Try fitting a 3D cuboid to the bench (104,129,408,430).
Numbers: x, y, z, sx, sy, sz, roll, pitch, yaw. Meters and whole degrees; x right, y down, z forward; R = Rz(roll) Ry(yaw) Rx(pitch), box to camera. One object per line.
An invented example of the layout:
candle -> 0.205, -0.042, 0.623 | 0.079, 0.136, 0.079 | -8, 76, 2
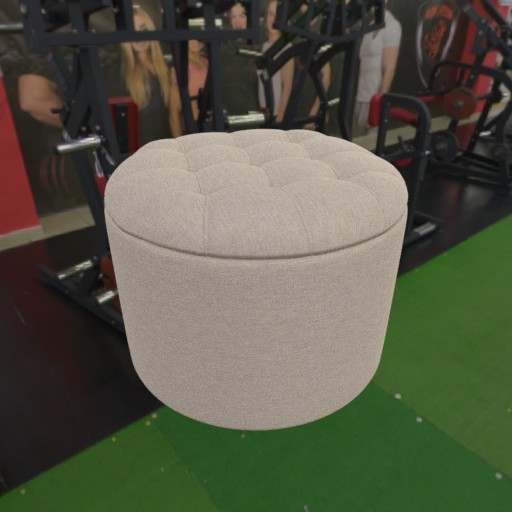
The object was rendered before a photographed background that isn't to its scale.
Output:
bench -> 0.000, 0.000, 0.984 | 0.600, 0.454, 0.600 | 0, 29, 0
